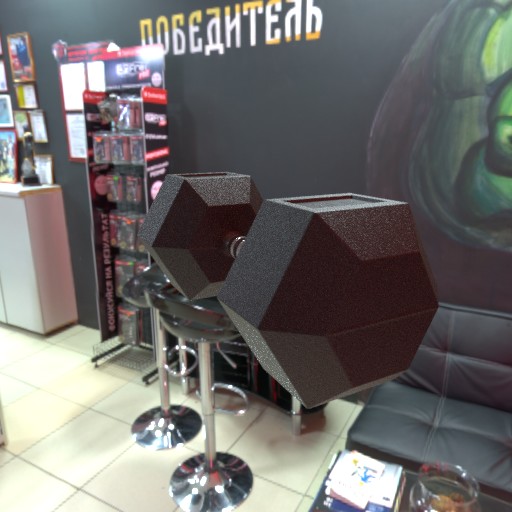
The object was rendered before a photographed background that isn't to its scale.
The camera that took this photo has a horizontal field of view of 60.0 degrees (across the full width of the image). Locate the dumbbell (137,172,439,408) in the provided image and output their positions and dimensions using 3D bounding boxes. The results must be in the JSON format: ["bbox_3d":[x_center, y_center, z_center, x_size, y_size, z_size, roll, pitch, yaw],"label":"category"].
[{"bbox_3d":[0.000,0.000,0.333,0.122,0.106,0.271,-8,17,-27],"label":"dumbbell"}]
